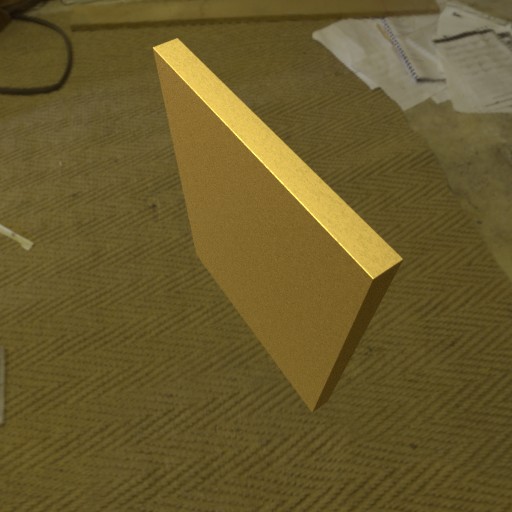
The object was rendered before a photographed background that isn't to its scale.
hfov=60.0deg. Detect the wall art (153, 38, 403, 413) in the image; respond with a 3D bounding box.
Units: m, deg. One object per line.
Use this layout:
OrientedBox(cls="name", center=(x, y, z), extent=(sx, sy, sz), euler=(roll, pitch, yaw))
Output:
OrientedBox(cls="wall art", center=(0.000, 0.000, 0.897), extent=(0.048, 0.642, 0.537), euler=(-30, 63, -18))
